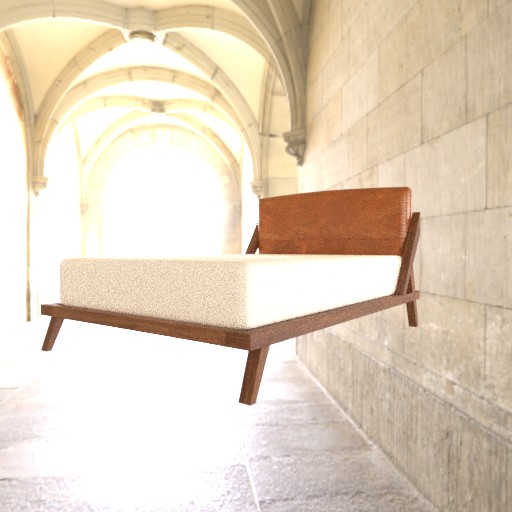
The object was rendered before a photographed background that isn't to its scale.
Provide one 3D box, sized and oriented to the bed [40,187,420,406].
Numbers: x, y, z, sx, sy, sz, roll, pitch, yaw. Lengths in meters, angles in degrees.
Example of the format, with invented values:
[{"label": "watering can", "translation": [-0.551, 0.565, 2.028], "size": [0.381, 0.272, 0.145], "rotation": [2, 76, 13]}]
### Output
[{"label": "bed", "translation": [0.000, 0.000, 3.210], "size": [1.651, 1.168, 2.311], "rotation": [1, 1, 36]}]
